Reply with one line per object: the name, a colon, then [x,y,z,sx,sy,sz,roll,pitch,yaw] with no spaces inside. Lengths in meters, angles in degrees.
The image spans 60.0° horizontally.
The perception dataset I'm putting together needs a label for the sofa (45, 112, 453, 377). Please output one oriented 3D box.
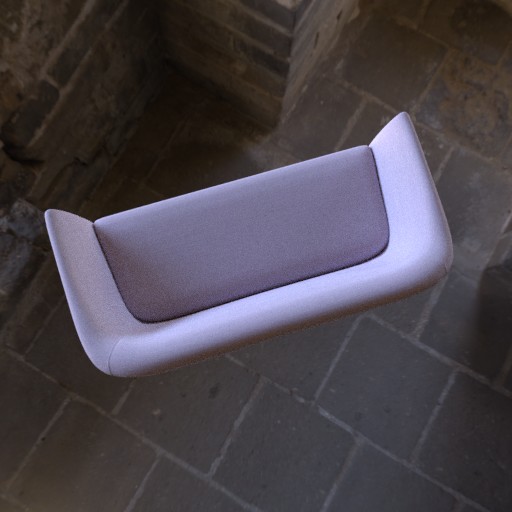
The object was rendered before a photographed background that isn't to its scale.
sofa: [0.000,0.000,1.835,1.452,0.721,0.705,-16,78,-4]
